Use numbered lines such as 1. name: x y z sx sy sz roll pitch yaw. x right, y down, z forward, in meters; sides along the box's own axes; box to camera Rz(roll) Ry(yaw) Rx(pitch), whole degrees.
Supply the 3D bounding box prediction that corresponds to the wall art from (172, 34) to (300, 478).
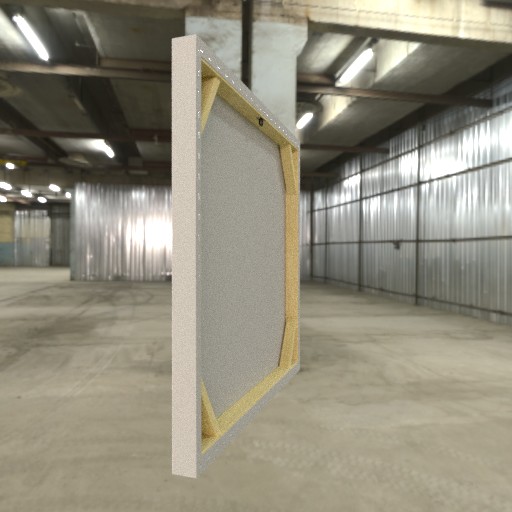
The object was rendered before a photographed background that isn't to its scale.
1. wall art: 0.000 0.000 0.902 0.038 0.610 0.610 0 0 19
